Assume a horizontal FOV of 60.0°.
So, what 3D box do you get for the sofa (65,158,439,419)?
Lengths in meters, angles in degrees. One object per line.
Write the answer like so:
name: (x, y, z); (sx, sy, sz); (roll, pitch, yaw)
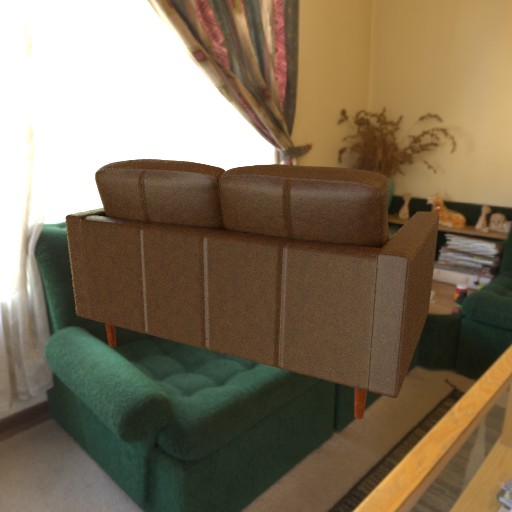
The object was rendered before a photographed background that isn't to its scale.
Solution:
sofa: (0.000, 0.000, 2.192); (1.578, 0.951, 0.909); (8, 17, 26)
